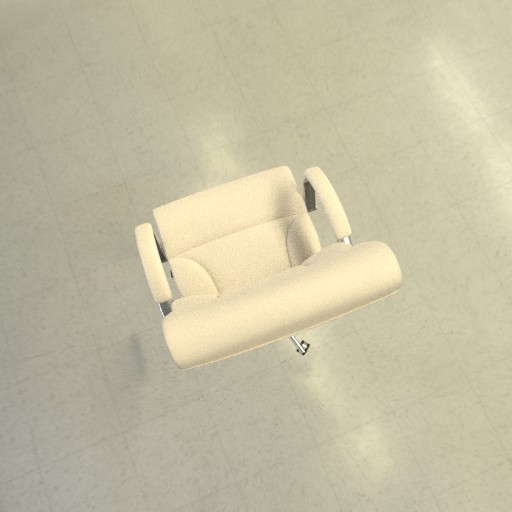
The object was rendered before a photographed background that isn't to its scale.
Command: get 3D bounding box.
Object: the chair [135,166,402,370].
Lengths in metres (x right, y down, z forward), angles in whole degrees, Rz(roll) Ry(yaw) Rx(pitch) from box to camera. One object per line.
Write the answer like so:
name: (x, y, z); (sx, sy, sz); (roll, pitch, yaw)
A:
chair: (0.000, 0.000, 1.582); (0.727, 1.099, 0.745); (-19, 75, -5)
